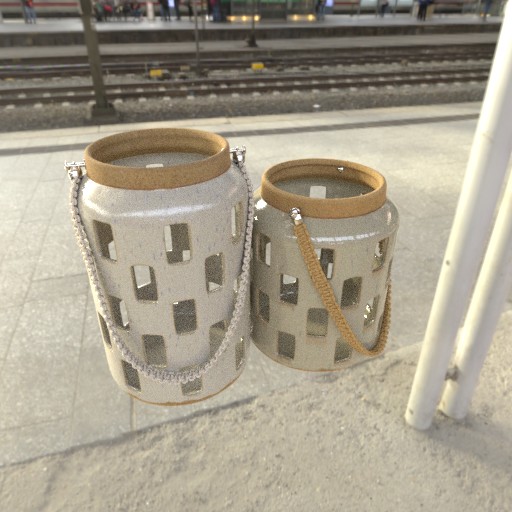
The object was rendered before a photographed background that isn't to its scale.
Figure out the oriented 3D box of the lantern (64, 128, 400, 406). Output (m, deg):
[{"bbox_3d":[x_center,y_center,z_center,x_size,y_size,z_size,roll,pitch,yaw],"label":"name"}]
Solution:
[{"bbox_3d":[0.000,0.000,0.482,0.347,0.255,0.184,-9,31,-15],"label":"lantern"}]
